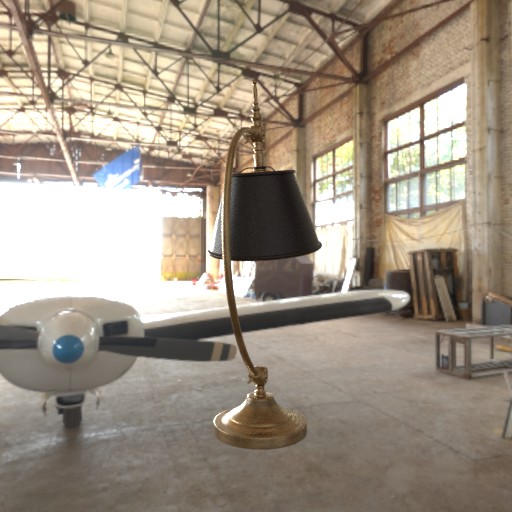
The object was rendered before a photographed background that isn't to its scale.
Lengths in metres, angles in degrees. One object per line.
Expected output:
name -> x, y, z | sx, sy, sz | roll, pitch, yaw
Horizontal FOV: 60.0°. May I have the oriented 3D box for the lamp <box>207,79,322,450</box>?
lamp -> 0.000, 0.000, 0.853 | 0.235, 0.675, 0.344 | 0, -1, 18
